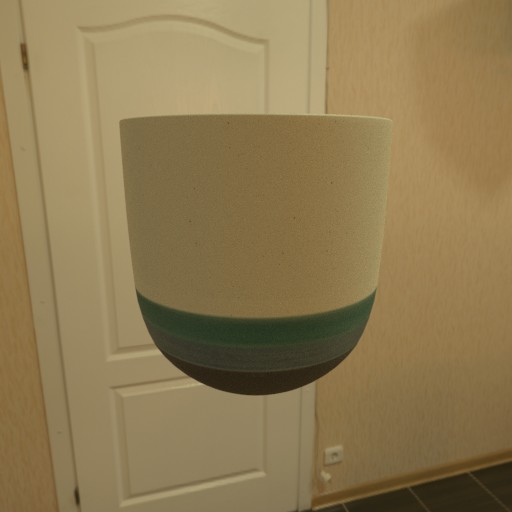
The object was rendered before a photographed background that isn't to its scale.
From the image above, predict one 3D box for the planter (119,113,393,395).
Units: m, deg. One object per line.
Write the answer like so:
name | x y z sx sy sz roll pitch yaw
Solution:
planter | 0.000 0.000 0.370 0.204 0.214 0.204 0 14 0
